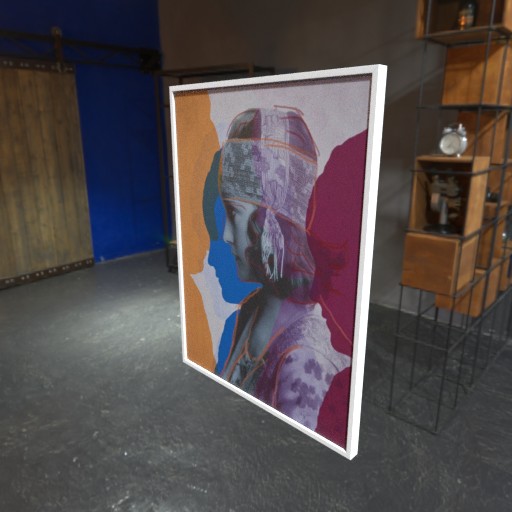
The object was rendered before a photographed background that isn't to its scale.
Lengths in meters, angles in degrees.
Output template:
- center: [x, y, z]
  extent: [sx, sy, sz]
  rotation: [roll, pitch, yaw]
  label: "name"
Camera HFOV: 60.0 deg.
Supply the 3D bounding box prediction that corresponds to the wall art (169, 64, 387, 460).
- center: [0.000, 0.000, 1.404]
  extent: [0.795, 1.050, 0.039]
  rotation: [15, 22, 42]
  label: "wall art"
